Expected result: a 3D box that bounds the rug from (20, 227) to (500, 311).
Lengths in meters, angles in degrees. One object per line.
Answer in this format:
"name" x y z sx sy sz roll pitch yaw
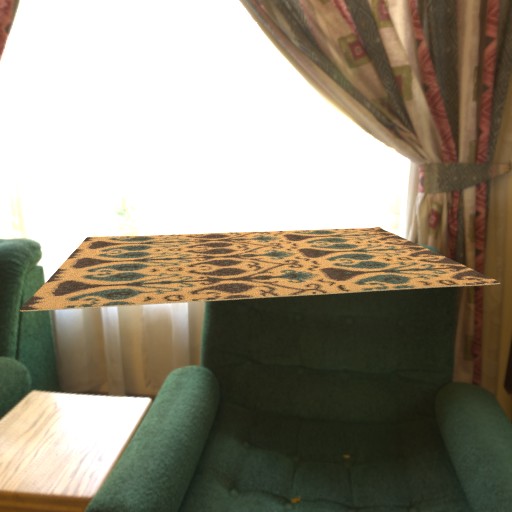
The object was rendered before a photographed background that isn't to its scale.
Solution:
"rug" 0.000 0.000 2.043 1.698 0.013 1.072 -2 15 -9
